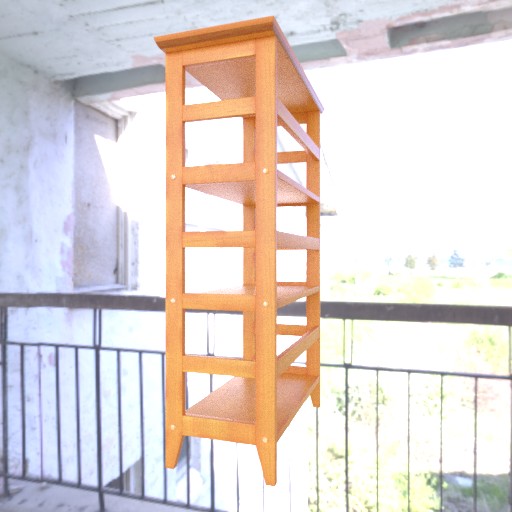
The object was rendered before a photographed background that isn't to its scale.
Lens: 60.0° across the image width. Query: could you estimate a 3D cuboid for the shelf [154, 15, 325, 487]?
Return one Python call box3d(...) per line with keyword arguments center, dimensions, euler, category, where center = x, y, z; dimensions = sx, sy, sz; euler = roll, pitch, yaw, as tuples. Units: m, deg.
box3d(center=(0.000, 0.000, 1.344), dimensions=(0.305, 1.067, 0.660), euler=(0, 0, 19), category="shelf")
